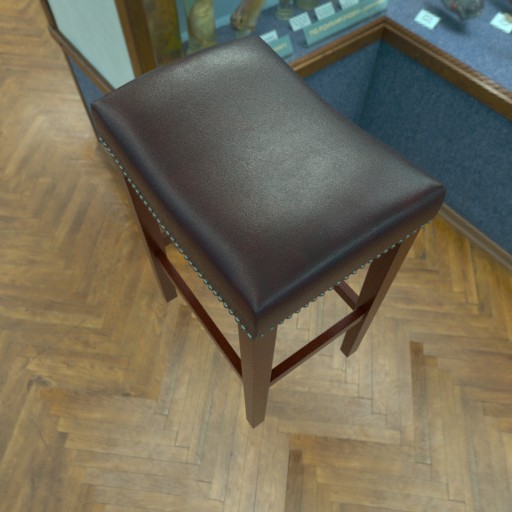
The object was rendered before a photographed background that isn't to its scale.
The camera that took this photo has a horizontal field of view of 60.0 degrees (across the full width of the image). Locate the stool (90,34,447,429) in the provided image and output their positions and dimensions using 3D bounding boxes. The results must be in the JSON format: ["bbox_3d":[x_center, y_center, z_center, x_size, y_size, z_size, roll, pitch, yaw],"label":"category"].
[{"bbox_3d":[0.000,0.000,1.001,0.372,0.742,0.504,-31,63,-18],"label":"stool"}]
